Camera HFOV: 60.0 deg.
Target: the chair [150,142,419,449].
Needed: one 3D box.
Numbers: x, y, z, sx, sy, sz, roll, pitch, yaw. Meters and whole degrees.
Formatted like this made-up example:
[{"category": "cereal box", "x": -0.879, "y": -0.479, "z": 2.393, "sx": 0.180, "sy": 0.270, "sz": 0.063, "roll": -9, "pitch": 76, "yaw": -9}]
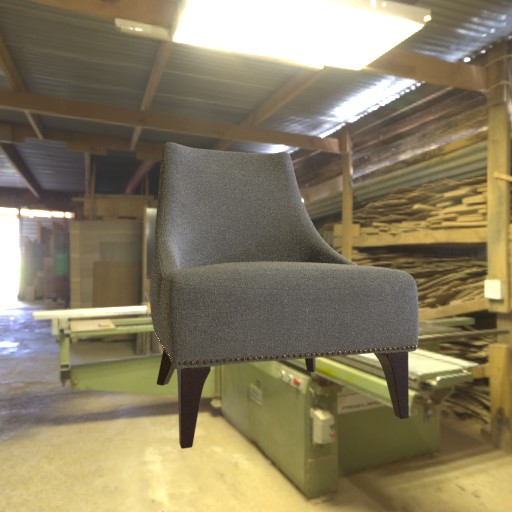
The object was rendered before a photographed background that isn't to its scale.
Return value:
[{"category": "chair", "x": 0.000, "y": 0.000, "z": 1.509, "sx": 0.701, "sy": 0.909, "sz": 0.861, "roll": 0, "pitch": -1, "yaw": -19}]
